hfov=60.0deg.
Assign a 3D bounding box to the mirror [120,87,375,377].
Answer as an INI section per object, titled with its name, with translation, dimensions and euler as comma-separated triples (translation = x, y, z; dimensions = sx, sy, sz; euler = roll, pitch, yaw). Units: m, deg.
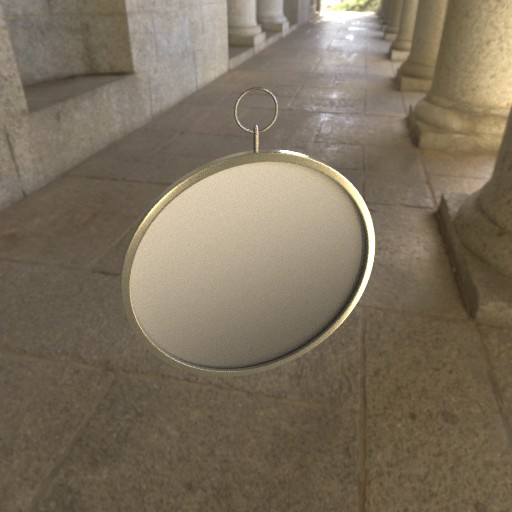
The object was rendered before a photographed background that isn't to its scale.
[mirror]
translation = 0.000, 0.000, 0.983
dimensions = 0.594, 0.713, 0.020
euler = -9, 33, -14
